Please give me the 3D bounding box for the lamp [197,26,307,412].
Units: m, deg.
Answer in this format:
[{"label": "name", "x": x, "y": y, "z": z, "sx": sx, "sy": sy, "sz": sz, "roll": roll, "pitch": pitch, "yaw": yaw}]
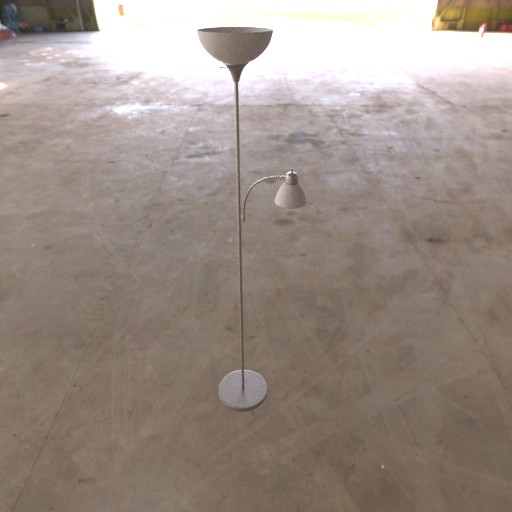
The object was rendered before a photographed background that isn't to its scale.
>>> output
[{"label": "lamp", "x": 0.000, "y": 0.000, "z": 1.982, "sx": 0.425, "sy": 1.804, "sz": 0.279, "roll": 11, "pitch": 33, "yaw": 17}]
